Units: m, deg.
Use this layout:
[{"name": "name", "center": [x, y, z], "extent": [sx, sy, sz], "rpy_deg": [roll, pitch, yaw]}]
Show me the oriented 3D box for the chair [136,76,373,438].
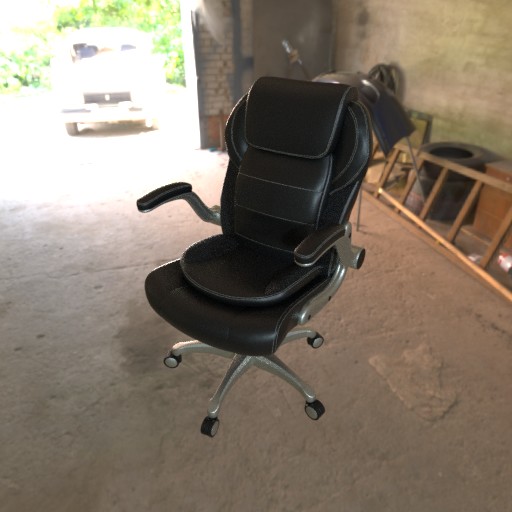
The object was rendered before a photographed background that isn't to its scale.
[{"name": "chair", "center": [0.000, 0.000, 1.643], "extent": [0.724, 1.141, 0.801], "rpy_deg": [19, 35, 29]}]
